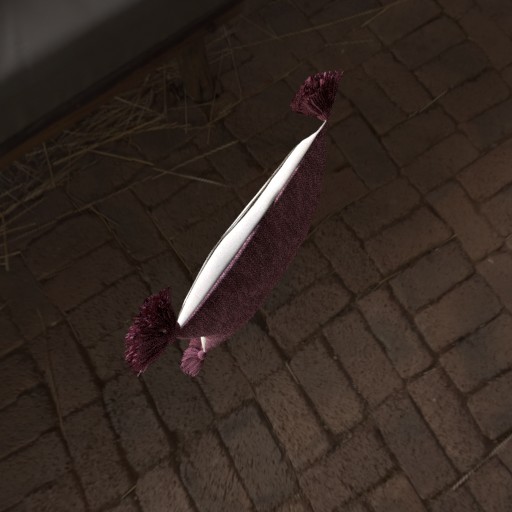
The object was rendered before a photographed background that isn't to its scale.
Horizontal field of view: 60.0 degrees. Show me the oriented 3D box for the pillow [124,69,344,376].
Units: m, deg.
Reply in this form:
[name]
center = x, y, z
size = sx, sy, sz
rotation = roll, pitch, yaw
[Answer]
[pillow]
center = 0.000, 0.000, 0.989
size = 0.138, 0.659, 0.641
rotation = 33, 78, 8
